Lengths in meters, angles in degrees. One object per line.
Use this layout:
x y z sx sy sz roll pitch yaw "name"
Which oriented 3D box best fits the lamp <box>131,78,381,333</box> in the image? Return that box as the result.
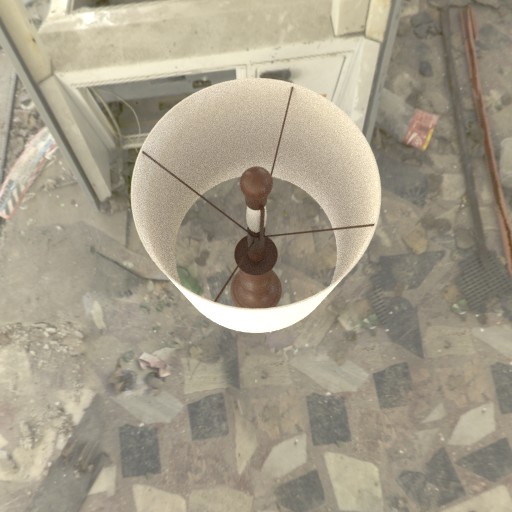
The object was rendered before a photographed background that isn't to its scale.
0.000 0.000 0.711 0.250 0.597 0.250 18 76 5 "lamp"
